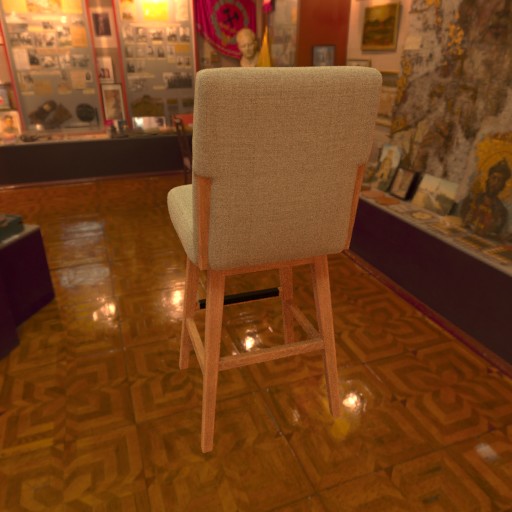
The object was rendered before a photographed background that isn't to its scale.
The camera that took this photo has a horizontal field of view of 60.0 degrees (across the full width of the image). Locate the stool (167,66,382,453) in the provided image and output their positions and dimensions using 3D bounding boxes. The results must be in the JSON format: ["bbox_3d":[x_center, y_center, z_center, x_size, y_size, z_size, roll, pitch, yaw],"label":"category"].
[{"bbox_3d":[0.000,0.000,1.390,0.483,1.106,0.569,-8,26,-17],"label":"stool"}]
